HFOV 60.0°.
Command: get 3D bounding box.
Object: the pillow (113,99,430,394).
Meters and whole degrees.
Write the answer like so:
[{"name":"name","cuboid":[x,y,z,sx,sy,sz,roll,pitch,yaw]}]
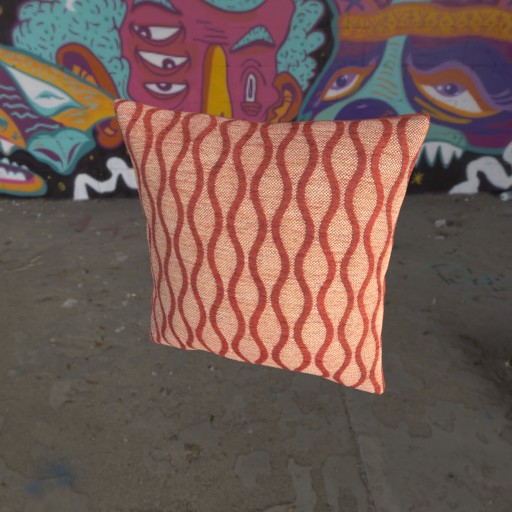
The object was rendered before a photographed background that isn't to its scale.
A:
[{"name":"pillow","cuboid":[0.000,0.000,0.664,0.429,0.434,0.159,8,29,15]}]
